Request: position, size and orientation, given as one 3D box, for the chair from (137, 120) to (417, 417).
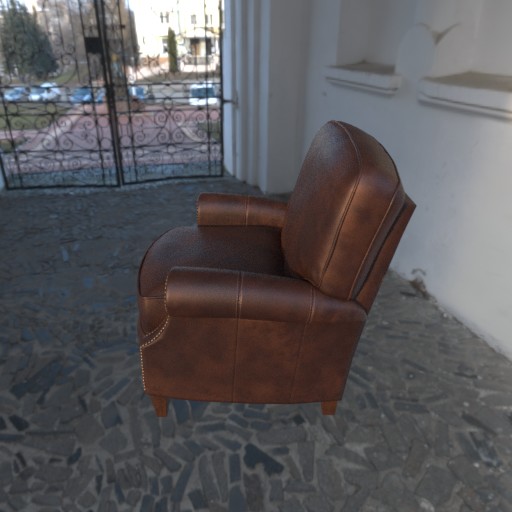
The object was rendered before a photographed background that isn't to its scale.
[{"bbox_3d":[0.000,0.000,1.799,0.986,1.018,0.936,0,26,1],"label":"chair"}]
